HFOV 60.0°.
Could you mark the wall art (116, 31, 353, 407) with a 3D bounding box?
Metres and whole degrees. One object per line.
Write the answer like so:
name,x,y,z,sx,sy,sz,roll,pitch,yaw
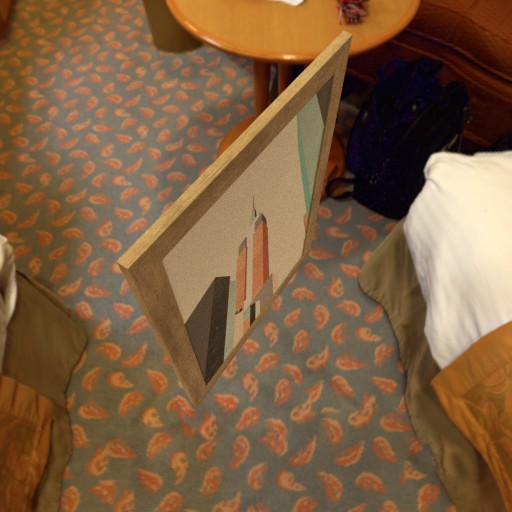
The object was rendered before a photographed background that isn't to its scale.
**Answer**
wall art,0.000,0.000,0.905,0.018,0.686,0.534,30,63,17
